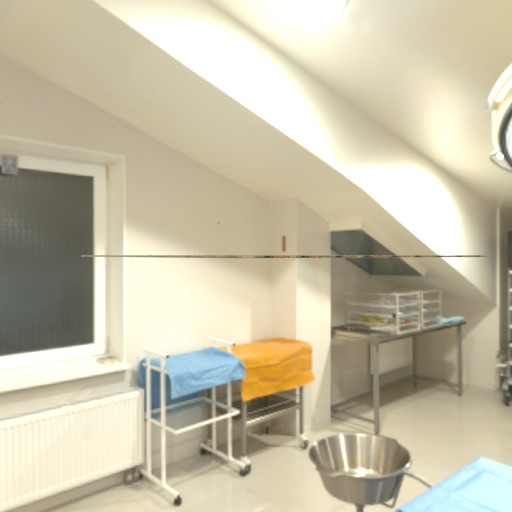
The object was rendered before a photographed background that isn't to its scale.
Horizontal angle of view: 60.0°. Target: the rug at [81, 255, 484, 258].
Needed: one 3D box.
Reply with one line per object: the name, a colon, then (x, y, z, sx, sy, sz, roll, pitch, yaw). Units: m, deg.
rug: (0.000, 0.000, 2.270, 1.278, 0.009, 1.730, 0, 0, -36)
